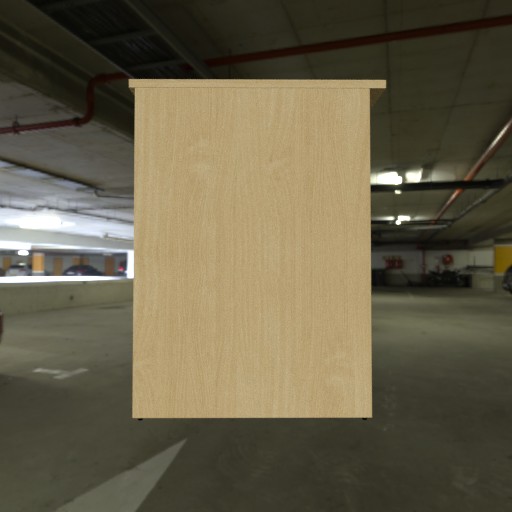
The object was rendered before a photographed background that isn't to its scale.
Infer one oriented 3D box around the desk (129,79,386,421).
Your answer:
[{"bbox_3d":[0.000,0.000,1.502,0.560,0.735,1.097,0,-2,0],"label":"desk"}]
